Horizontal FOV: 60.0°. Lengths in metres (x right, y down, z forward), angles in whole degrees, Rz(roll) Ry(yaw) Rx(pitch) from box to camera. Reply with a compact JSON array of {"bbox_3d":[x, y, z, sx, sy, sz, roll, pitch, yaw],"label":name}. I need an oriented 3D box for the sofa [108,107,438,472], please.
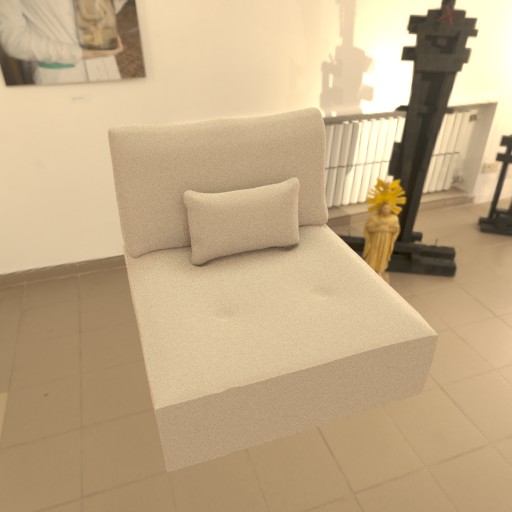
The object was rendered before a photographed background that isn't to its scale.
[{"bbox_3d":[0.000,0.000,1.666,0.935,0.828,1.000,-11,33,-16],"label":"sofa"}]
